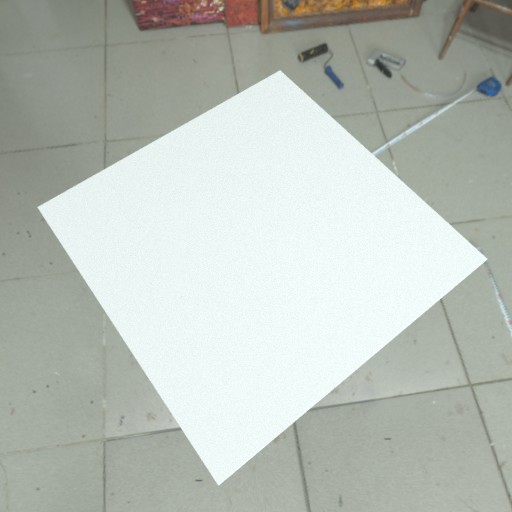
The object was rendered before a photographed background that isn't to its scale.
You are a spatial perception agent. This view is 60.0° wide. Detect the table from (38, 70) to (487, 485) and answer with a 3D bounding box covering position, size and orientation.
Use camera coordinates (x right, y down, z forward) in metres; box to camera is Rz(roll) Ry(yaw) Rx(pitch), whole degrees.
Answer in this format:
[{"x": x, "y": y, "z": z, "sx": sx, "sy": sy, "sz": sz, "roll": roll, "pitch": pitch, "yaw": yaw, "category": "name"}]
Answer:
[{"x": 0.000, "y": 0.000, "z": 1.366, "sx": 0.890, "sy": 0.305, "sz": 0.890, "roll": -35, "pitch": 69, "yaw": -15, "category": "table"}]
